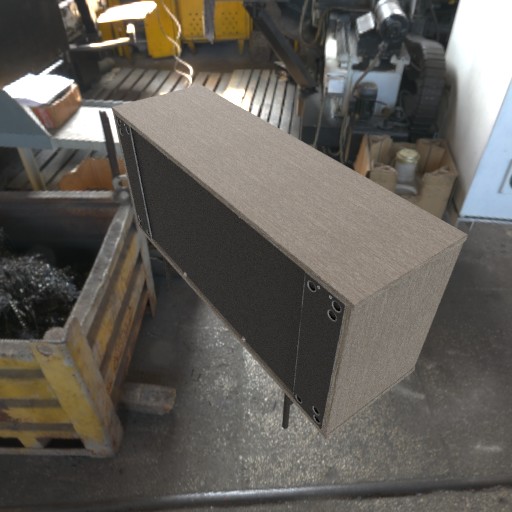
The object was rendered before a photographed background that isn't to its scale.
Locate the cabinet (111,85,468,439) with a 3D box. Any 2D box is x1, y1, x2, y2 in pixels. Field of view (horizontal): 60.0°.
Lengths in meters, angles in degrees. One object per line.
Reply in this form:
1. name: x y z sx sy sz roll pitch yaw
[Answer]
1. cabinet: 0.000 0.000 1.571 0.405 0.787 1.194 -26 47 -27
